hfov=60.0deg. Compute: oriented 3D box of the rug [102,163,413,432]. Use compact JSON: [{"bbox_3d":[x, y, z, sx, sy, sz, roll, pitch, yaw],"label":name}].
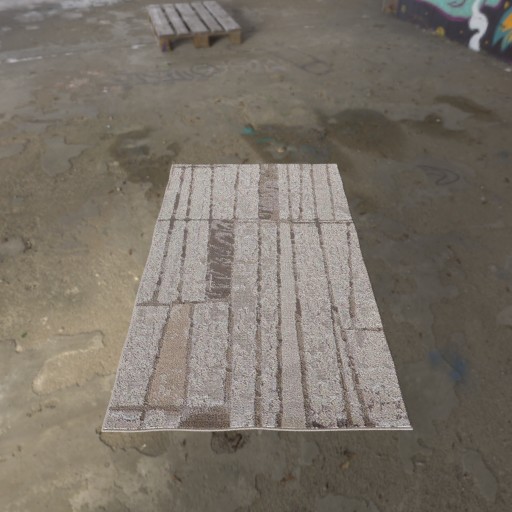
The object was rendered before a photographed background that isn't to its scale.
[{"bbox_3d":[0.000,0.000,1.052,0.515,0.007,0.867,0,41,0],"label":"rug"}]
